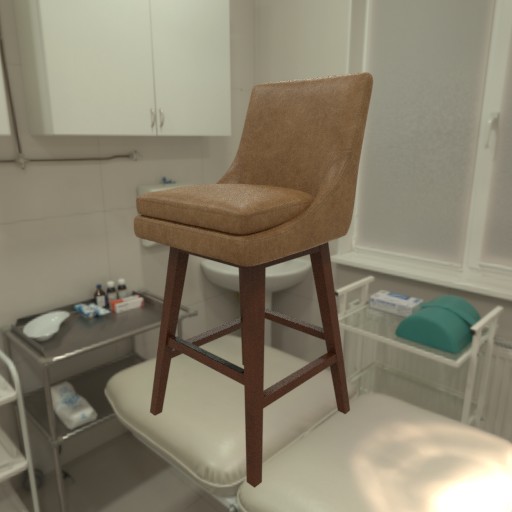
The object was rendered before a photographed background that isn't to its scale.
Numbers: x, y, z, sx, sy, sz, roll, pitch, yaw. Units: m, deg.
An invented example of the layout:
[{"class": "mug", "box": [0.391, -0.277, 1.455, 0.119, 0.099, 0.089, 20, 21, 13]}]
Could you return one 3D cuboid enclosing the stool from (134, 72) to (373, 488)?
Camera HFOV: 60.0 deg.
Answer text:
[{"class": "stool", "box": [0.000, 0.000, 1.379, 0.487, 1.079, 0.572, 14, 20, 41]}]
